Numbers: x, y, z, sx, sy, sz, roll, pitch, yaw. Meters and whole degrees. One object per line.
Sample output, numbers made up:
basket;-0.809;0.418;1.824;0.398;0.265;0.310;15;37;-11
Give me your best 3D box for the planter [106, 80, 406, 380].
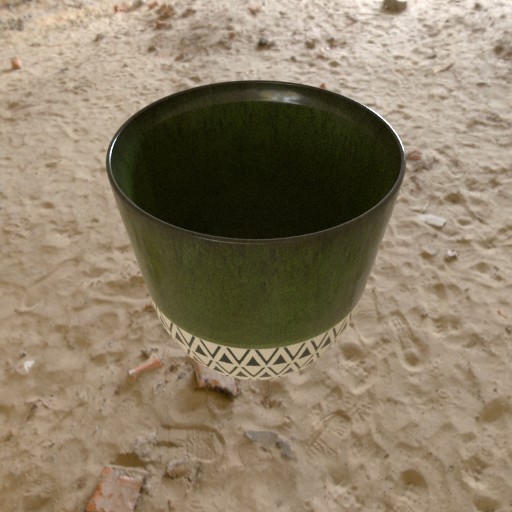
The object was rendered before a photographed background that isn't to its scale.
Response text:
planter;0.000;0.000;0.466;0.245;0.270;0.245;0;45;0
